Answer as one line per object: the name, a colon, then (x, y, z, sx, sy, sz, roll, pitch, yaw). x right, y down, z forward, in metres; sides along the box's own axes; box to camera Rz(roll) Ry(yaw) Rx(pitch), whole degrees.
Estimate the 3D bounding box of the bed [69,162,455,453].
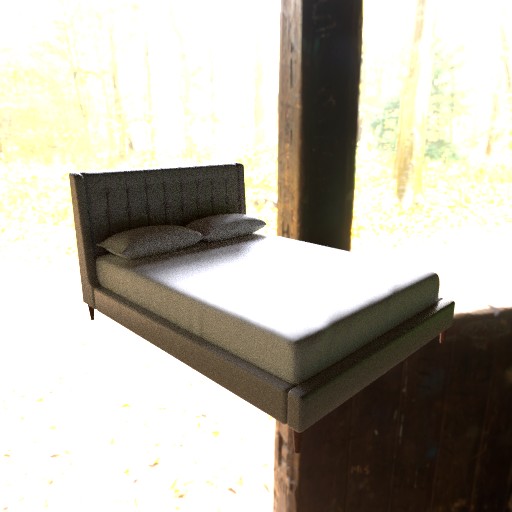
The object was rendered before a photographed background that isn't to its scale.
bed: (0.000, 0.000, 3.164, 1.656, 1.147, 2.232, -15, 21, -43)
